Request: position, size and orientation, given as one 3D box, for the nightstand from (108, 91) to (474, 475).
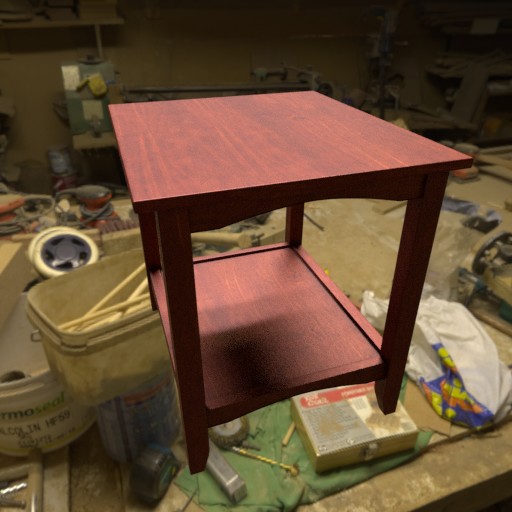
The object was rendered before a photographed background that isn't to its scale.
[{"bbox_3d":[0.000,0.000,0.962,0.501,0.558,0.558,-10,32,-16],"label":"nightstand"}]
